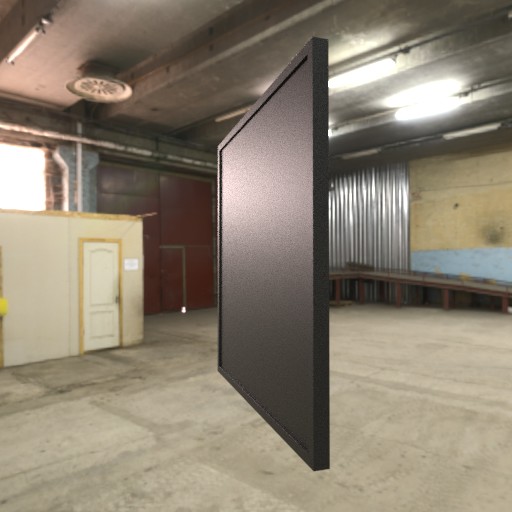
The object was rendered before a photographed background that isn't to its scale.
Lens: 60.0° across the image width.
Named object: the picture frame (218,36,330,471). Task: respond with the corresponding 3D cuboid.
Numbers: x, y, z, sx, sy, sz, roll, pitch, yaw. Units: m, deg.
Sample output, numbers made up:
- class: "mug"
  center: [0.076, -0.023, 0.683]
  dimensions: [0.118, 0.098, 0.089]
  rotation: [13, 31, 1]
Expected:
- class: "picture frame"
  center: [0.000, 0.000, 1.163]
  dimensions: [0.032, 0.775, 0.775]
  rotation: [0, -1, -18]
